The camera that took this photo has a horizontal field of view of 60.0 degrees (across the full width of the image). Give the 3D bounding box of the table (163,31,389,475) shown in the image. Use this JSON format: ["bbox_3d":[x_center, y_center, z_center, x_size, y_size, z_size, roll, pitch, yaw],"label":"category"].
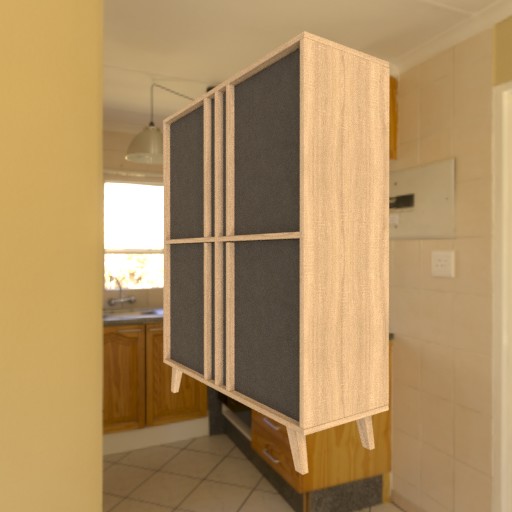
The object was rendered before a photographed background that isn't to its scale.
[{"bbox_3d":[0.000,0.000,1.933,0.398,1.388,1.111,0,0,-34],"label":"table"}]
